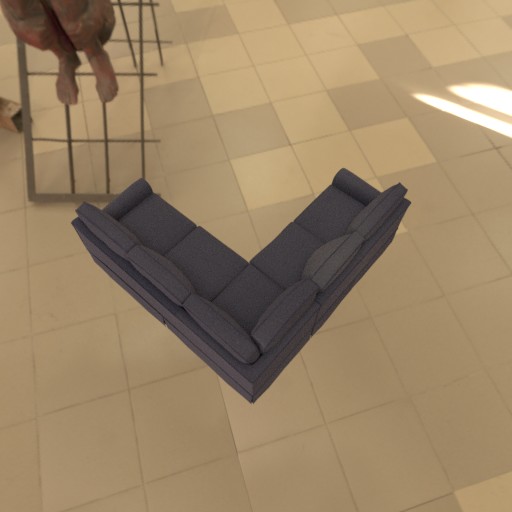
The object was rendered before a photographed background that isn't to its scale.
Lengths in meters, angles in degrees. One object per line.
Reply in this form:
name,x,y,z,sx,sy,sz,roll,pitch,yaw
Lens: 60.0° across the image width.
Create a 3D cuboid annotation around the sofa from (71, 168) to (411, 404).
sofa,0.000,0.000,5.020,3.773,1.169,2.874,-15,61,-9
